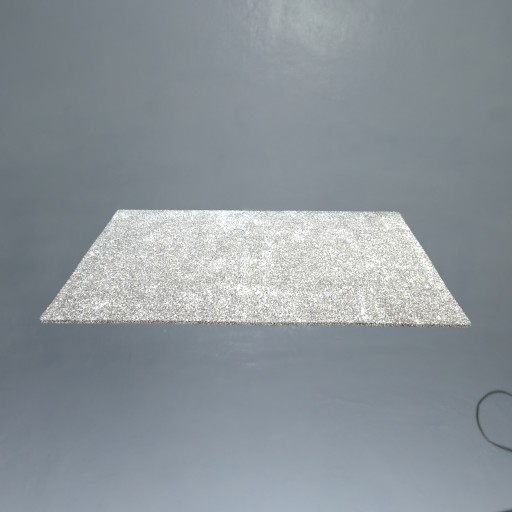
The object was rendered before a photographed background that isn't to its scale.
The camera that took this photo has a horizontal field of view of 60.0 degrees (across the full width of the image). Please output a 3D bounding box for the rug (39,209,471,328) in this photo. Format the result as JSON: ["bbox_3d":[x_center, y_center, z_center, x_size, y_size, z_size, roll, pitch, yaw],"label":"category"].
[{"bbox_3d":[0.000,0.000,3.052,2.350,0.025,1.502,0,29,1],"label":"rug"}]
